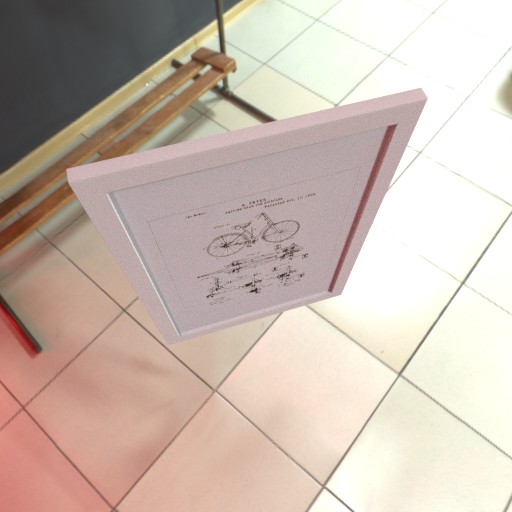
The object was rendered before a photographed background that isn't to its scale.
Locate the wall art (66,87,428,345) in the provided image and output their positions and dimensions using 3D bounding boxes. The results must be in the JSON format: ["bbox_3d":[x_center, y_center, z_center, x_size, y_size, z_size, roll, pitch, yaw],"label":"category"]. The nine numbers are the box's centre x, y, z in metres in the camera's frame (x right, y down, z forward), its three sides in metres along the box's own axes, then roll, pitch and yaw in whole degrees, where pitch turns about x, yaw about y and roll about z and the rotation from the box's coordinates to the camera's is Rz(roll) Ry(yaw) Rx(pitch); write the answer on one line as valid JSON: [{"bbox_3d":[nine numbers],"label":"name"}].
[{"bbox_3d":[0.000,0.000,0.605,0.332,0.477,0.015,-15,63,-8],"label":"wall art"}]
